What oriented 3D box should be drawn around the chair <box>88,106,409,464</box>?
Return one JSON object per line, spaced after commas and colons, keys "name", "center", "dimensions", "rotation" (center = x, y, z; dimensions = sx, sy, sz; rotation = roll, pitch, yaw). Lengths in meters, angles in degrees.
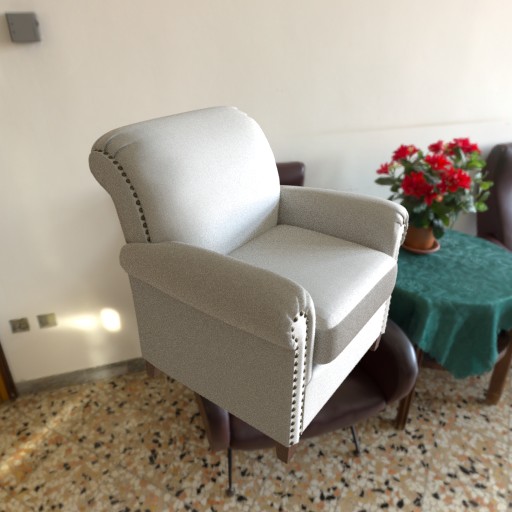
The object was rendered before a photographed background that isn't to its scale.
{"name": "chair", "center": [0.000, 0.000, 1.602], "dimensions": [0.890, 0.927, 0.854], "rotation": [19, 34, 32]}
